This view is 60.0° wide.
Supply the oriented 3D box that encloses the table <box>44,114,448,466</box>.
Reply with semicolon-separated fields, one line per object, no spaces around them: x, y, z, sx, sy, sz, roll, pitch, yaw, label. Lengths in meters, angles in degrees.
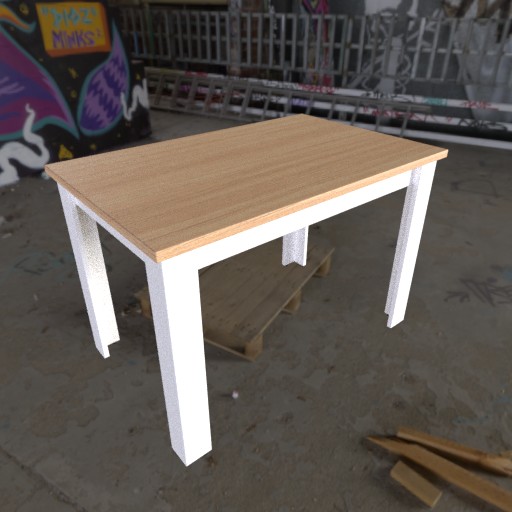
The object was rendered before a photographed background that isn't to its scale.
0.000;0.000;1.604;1.100;0.734;0.700;-22;37;-33;table
